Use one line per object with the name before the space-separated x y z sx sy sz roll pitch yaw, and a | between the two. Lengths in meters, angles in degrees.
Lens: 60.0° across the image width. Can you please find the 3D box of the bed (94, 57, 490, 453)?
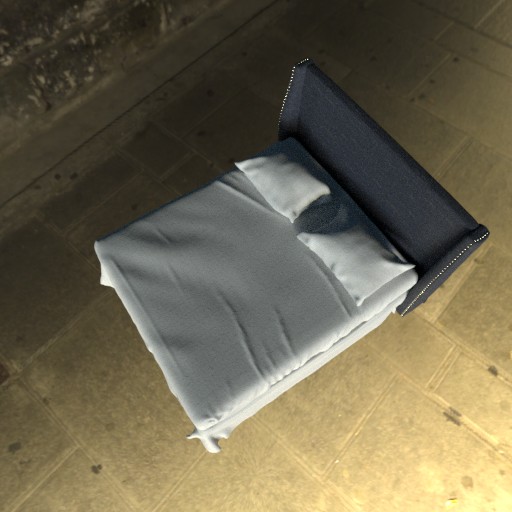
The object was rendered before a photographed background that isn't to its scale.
bed | 0.000 0.000 3.396 2.276 1.332 1.925 -31 68 -14
